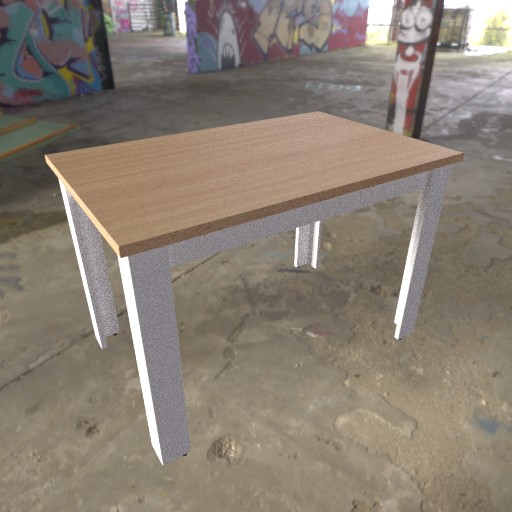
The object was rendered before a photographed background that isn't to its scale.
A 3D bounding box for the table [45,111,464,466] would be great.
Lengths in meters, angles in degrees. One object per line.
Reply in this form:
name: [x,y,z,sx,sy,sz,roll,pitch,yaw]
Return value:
table: [0.000,0.000,1.560,1.100,0.734,0.700,-18,35,-28]
